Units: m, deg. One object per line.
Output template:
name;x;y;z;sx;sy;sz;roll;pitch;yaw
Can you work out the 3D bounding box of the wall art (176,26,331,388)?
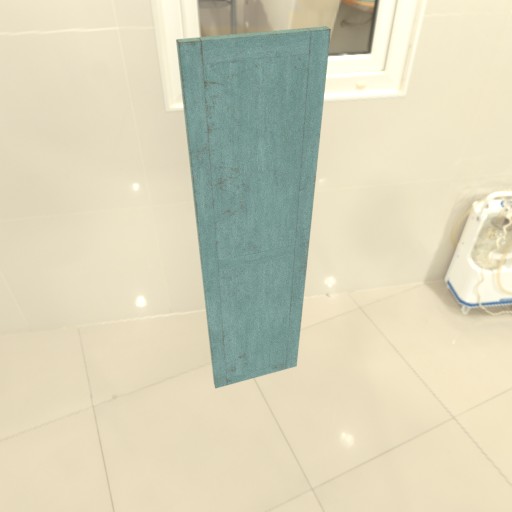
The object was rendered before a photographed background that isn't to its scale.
wall art;0.000;0.000;1.318;0.329;1.219;0.025;-12;42;-13
